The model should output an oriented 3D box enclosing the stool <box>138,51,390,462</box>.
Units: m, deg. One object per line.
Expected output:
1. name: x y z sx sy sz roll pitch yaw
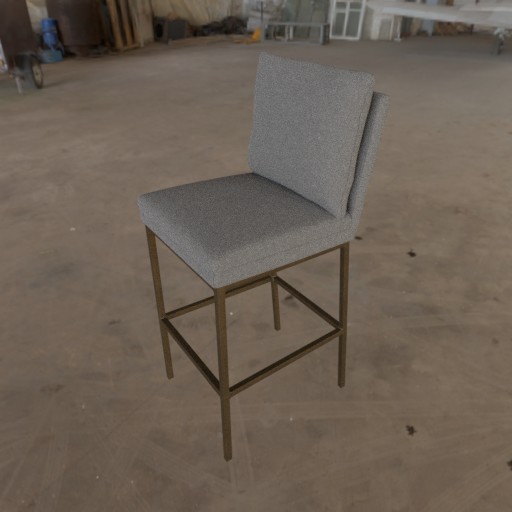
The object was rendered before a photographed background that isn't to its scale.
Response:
1. stool: 0.000 0.000 1.409 0.569 1.132 0.463 -20 36 -29
